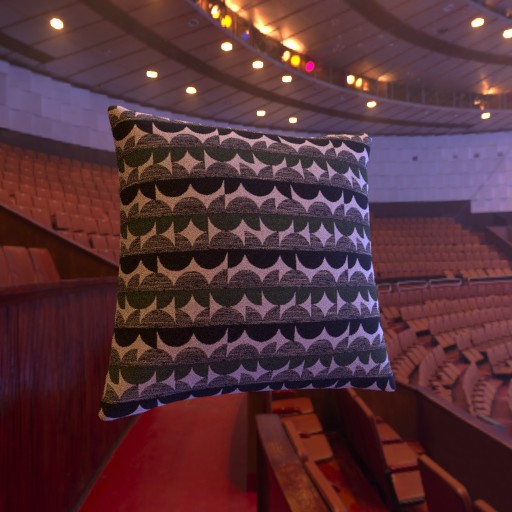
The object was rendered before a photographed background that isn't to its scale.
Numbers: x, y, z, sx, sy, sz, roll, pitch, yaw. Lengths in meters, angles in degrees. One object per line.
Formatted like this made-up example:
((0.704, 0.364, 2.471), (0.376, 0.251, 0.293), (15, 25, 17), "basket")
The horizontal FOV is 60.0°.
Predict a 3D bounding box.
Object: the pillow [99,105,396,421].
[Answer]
((0.000, 0.000, 0.632), (0.419, 0.404, 0.180), (0, -1, -19), "pillow")
